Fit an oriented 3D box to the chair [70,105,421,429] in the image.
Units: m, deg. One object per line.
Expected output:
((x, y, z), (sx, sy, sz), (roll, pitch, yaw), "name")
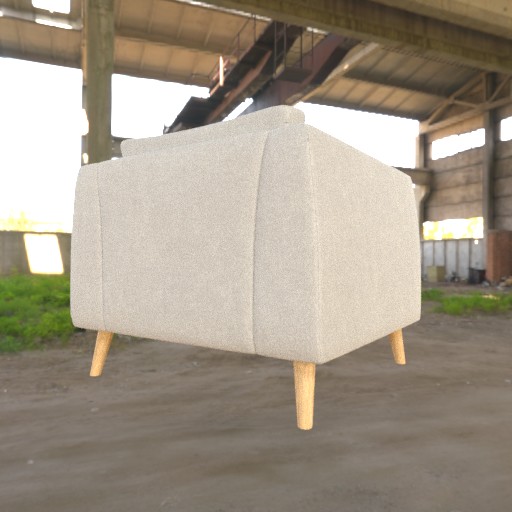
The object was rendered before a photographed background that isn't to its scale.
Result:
((0.000, 0.000, 1.688), (1.000, 0.860, 0.930), (0, 0, 35), "chair")
